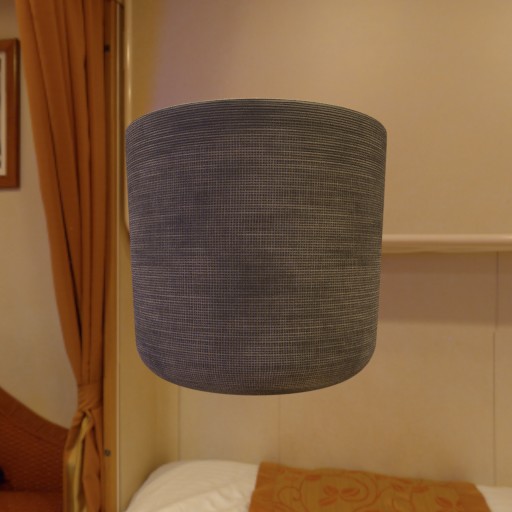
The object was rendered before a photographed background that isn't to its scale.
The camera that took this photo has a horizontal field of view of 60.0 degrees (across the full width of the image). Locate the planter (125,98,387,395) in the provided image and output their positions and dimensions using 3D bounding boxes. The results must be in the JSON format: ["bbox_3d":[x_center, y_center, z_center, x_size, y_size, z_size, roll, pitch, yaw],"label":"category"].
[{"bbox_3d":[0.000,0.000,0.776,0.440,0.398,0.440,0,0,0],"label":"planter"}]
